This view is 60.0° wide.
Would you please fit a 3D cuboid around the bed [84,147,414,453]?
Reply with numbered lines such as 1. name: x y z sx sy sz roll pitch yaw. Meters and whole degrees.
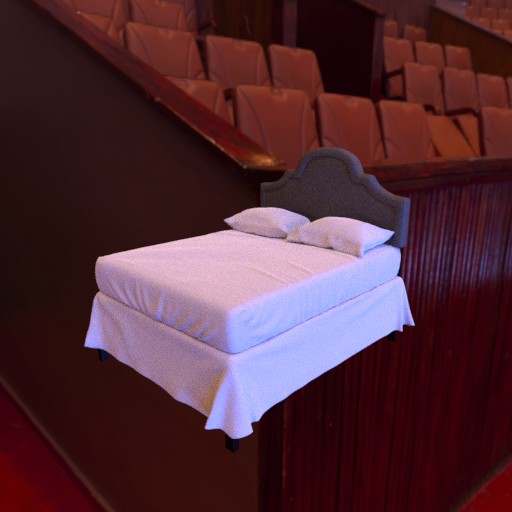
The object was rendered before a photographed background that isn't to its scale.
1. bed: 0.000 0.000 3.508 1.780 1.634 2.222 14 21 42
